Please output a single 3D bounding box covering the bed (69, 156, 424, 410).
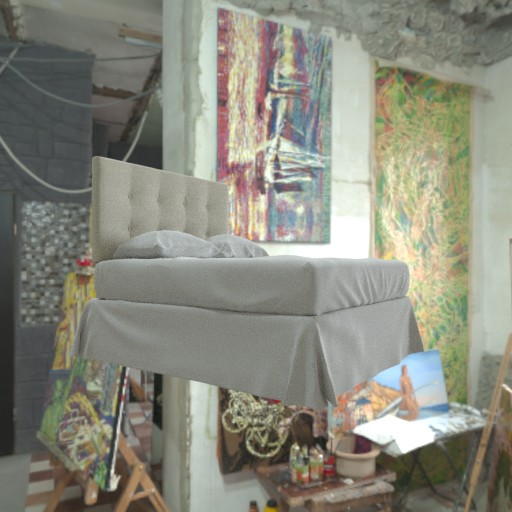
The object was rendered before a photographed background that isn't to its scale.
[{"bbox_3d":[0.000,0.000,3.557,2.222,1.577,1.936,0,-1,36],"label":"bed"}]
